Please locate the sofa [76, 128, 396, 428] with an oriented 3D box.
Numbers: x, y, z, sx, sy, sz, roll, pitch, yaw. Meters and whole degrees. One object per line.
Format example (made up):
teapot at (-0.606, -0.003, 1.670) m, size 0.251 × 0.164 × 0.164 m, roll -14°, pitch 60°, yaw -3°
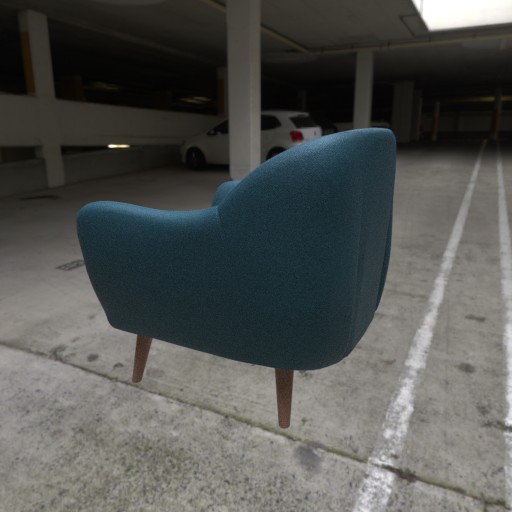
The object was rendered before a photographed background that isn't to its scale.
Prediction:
sofa at (0.000, 0.000, 1.495) m, size 0.825 × 0.817 × 0.836 m, roll 7°, pitch 16°, yaw 26°
